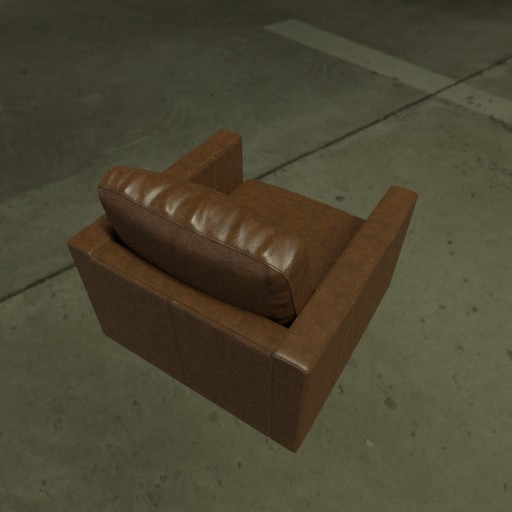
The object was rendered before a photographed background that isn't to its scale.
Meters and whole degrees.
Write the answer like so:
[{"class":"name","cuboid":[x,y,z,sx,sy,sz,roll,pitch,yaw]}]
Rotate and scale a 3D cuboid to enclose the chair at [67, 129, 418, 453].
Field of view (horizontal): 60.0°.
[{"class":"chair","cuboid":[0.000,0.000,1.683,0.890,0.956,0.909,24,50,22]}]
